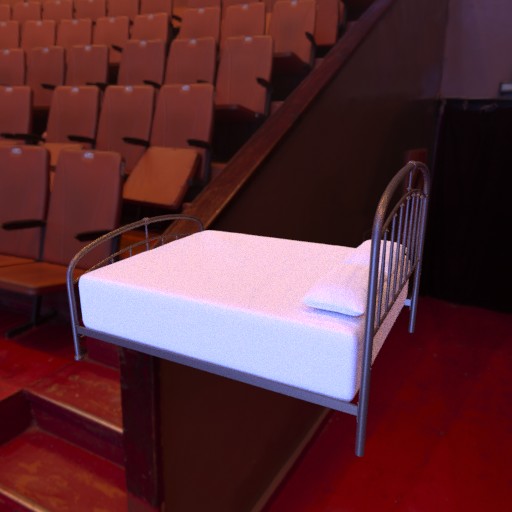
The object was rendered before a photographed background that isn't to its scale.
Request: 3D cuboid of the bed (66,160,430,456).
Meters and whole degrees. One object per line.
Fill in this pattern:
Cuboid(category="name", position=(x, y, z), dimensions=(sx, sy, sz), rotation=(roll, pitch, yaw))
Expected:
Cuboid(category="bed", position=(0.000, 0.000, 3.321), dimensions=(2.168, 1.475, 1.711), rotation=(8, 18, 26))
